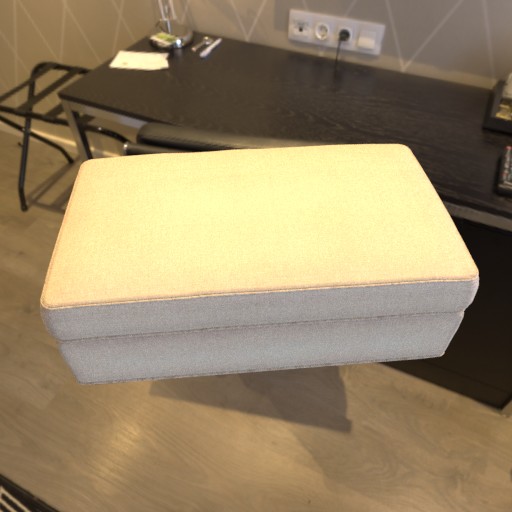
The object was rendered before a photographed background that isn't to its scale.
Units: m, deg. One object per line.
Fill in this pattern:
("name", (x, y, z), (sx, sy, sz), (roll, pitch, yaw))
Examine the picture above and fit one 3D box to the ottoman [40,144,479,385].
("ottoman", (0.000, 0.000, 1.387), (1.097, 0.448, 0.617), (-4, 47, -3))
